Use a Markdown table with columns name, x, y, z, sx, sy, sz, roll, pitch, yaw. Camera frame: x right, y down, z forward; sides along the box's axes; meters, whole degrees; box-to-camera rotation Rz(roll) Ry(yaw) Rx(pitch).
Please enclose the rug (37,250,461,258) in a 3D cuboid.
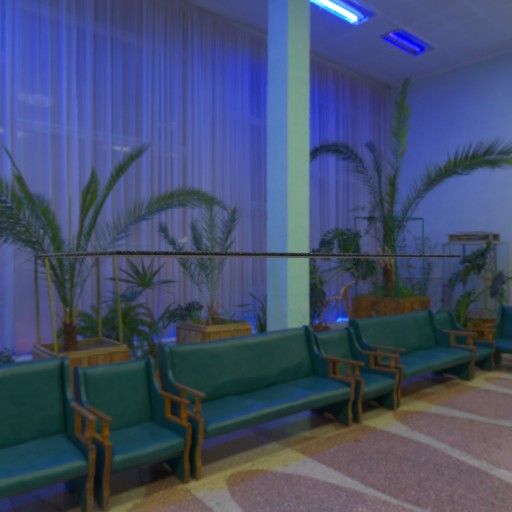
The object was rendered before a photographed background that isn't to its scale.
| name | x | y | z | sx | sy | sz | roll | pitch | yaw |
| --- | --- | --- | --- | --- | --- | --- | --- | --- | --- |
| rug | 0.000 | 0.000 | 2.877 | 2.330 | 0.017 | 1.478 | 0 | -1 | -36 |
